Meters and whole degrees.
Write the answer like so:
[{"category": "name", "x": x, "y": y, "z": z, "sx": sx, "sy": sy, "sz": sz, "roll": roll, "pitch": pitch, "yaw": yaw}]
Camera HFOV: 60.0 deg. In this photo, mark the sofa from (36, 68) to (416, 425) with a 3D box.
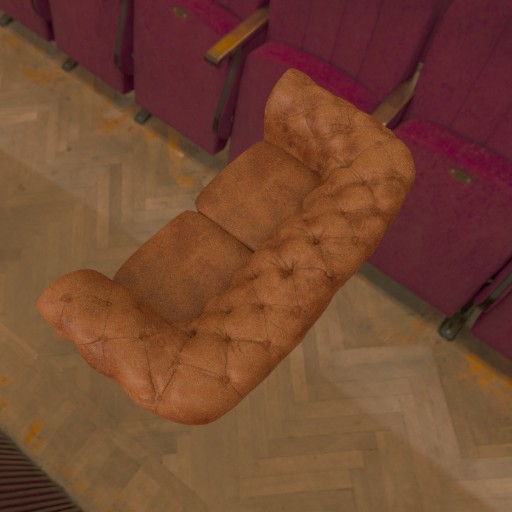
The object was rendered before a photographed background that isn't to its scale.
[{"category": "sofa", "x": 0.000, "y": 0.000, "z": 2.506, "sx": 1.042, "sy": 0.877, "sz": 1.979, "roll": 37, "pitch": 69, "yaw": 16}]
